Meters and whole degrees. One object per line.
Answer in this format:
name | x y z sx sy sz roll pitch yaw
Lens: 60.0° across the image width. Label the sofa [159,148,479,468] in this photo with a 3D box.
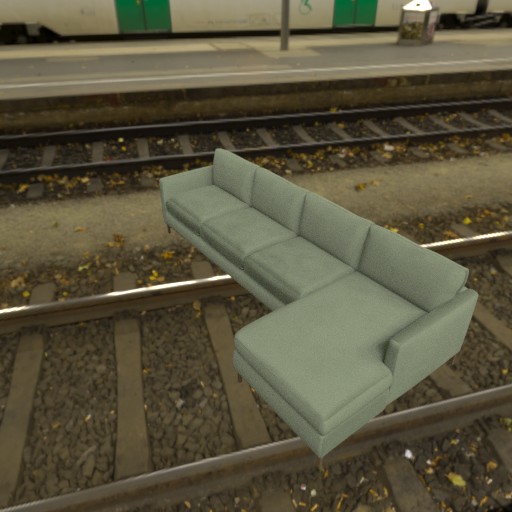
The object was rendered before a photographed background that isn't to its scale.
sofa | 0.000 0.000 3.250 1.255 0.756 2.725 -22 38 -30
